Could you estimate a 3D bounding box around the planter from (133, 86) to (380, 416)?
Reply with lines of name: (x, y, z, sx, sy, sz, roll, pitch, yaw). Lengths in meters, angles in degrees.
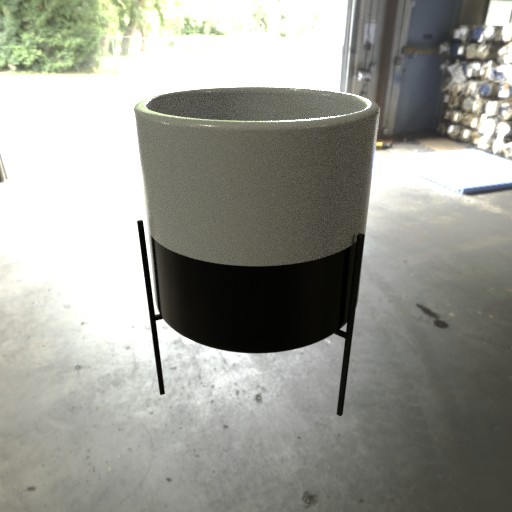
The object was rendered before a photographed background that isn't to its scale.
planter: (0.000, 0.000, 0.647, 0.310, 0.432, 0.310, -18, 33, -32)
